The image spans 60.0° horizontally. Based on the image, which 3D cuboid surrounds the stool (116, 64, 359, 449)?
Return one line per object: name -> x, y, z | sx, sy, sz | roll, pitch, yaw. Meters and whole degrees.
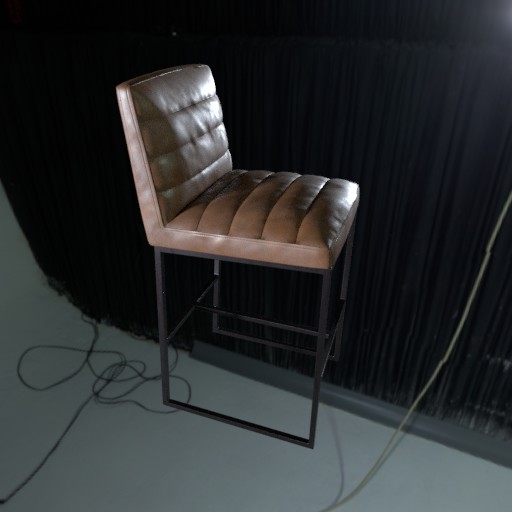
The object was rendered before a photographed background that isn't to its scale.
stool -> 0.000, 0.000, 1.387 | 0.562, 1.065, 0.463 | 10, 31, 17
